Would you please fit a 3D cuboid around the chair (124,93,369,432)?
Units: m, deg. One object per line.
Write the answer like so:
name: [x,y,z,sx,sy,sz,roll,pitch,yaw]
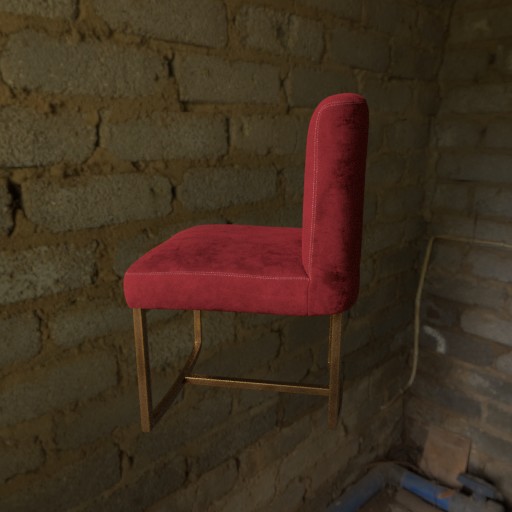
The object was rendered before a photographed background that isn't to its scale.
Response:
chair: [0.000,0.000,1.228,0.560,0.824,0.530,2,15,9]
